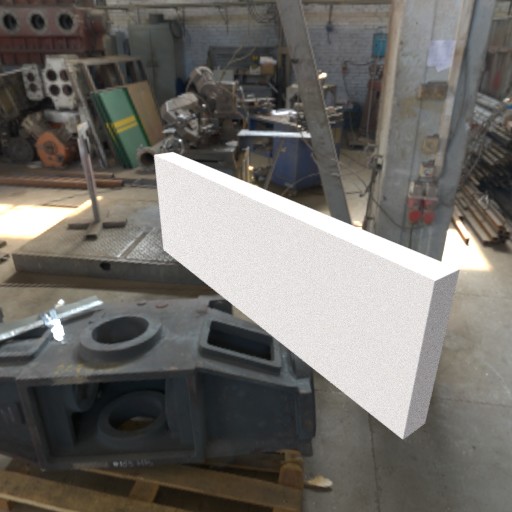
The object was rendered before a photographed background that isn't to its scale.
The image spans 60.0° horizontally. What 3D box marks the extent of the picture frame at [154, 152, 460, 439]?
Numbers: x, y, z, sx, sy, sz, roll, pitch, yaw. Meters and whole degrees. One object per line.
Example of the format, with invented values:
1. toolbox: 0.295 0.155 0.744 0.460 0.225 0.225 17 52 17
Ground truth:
1. picture frame: 0.000 0.000 0.845 0.050 0.250 0.759 -18 31 -32
